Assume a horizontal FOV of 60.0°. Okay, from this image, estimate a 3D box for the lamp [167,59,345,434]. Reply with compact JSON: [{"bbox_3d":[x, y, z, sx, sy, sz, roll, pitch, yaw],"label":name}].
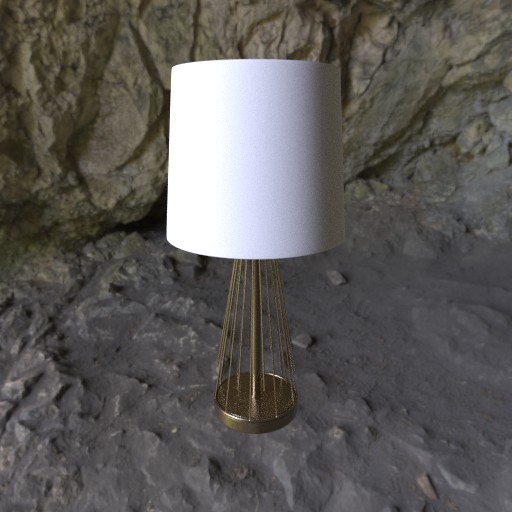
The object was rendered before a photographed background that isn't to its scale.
[{"bbox_3d":[0.000,0.000,0.780,0.303,0.618,0.303,0,17,0],"label":"lamp"}]
